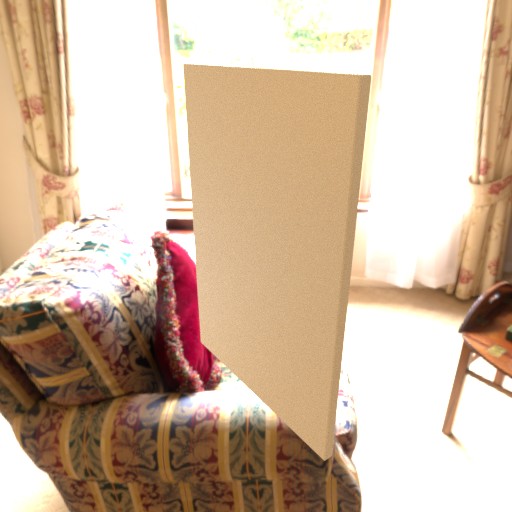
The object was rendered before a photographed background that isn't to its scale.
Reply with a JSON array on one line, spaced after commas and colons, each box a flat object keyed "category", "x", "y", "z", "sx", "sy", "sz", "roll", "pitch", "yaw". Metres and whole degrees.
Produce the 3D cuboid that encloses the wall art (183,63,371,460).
[{"category": "wall art", "x": 0.000, "y": 0.000, "z": 1.511, "sx": 0.038, "sy": 1.183, "sz": 0.808, "roll": -18, "pitch": 31, "yaw": -33}]
